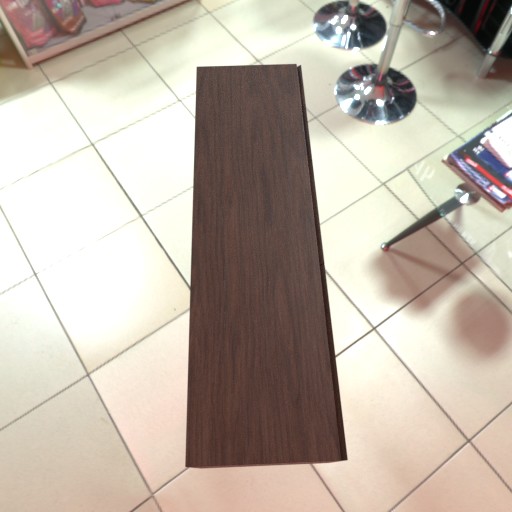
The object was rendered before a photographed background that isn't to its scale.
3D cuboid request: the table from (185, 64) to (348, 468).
[{"bbox_3d":[0.000,0.000,1.634,0.405,0.508,1.397,-2,64,-1],"label":"table"}]
